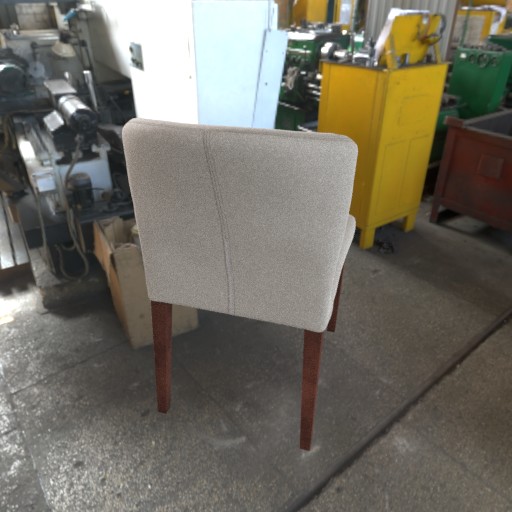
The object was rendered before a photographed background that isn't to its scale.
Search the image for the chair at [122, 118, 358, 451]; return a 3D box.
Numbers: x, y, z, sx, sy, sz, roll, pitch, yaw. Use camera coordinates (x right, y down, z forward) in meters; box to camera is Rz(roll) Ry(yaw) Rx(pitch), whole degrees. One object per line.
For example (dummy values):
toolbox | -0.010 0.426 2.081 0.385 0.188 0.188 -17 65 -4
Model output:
chair | 0.000 0.000 1.205 0.491 0.839 0.592 9 32 14
